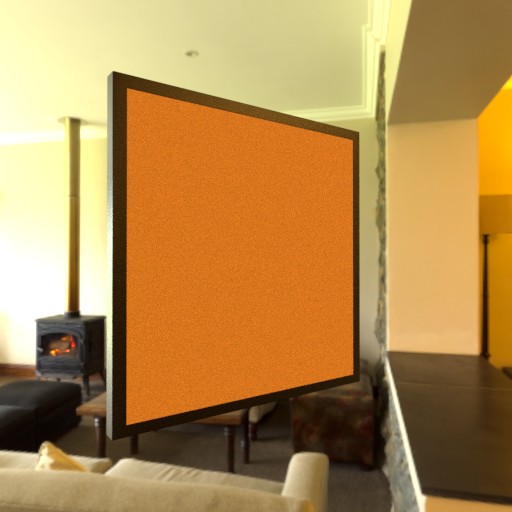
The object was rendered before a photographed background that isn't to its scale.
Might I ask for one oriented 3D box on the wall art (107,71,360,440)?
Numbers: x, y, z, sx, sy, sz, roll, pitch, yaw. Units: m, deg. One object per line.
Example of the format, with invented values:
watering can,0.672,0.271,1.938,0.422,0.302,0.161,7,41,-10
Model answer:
wall art,0.000,0.000,1.146,0.755,0.761,0.038,0,0,-36
